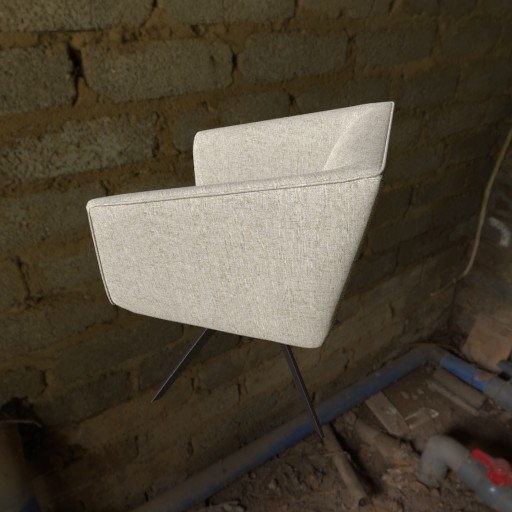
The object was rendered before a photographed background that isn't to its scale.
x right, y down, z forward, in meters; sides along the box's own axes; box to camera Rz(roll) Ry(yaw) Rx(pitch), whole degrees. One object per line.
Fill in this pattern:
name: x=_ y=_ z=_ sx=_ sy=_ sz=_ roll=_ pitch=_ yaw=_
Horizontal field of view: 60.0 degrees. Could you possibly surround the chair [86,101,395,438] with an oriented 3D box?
chair: x=0.000 y=0.000 z=1.241 sx=0.623 sy=0.760 sz=0.628 roll=9 pitch=31 yaw=14
